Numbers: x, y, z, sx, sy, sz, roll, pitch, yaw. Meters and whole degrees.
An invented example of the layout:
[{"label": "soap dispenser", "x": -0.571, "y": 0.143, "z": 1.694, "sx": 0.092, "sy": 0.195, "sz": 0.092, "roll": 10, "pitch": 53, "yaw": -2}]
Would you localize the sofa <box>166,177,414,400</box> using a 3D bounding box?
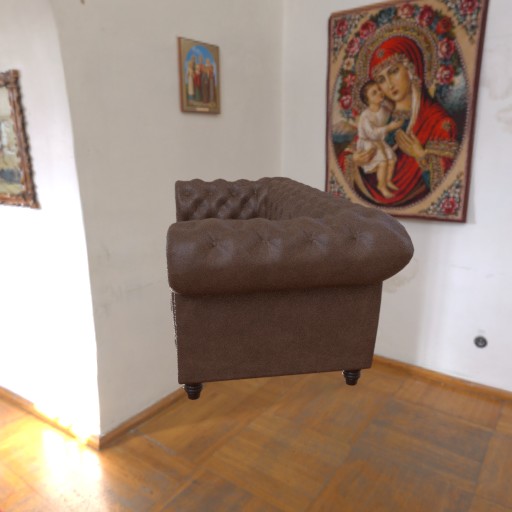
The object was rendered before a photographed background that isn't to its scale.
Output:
[{"label": "sofa", "x": 0.000, "y": 0.000, "z": 2.571, "sx": 0.955, "sy": 0.784, "sz": 2.048, "roll": -2, "pitch": 15, "yaw": -9}]
